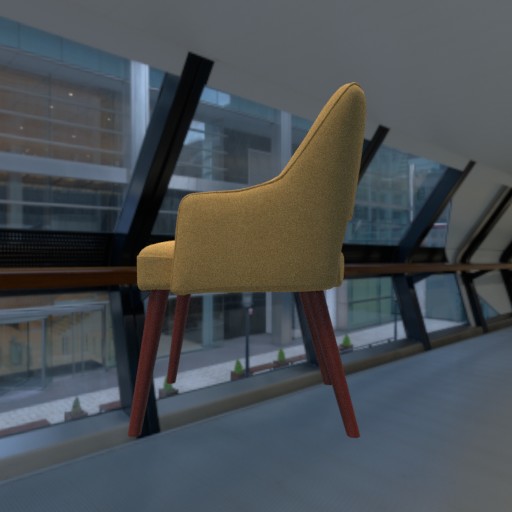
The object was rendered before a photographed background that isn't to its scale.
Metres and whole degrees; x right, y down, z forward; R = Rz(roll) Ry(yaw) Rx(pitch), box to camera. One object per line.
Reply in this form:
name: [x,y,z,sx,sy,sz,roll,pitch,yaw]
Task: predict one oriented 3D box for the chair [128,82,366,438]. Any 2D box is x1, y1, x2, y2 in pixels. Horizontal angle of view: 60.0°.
chair: [0.000,0.000,1.257,0.605,0.849,0.548,0,1,1]
